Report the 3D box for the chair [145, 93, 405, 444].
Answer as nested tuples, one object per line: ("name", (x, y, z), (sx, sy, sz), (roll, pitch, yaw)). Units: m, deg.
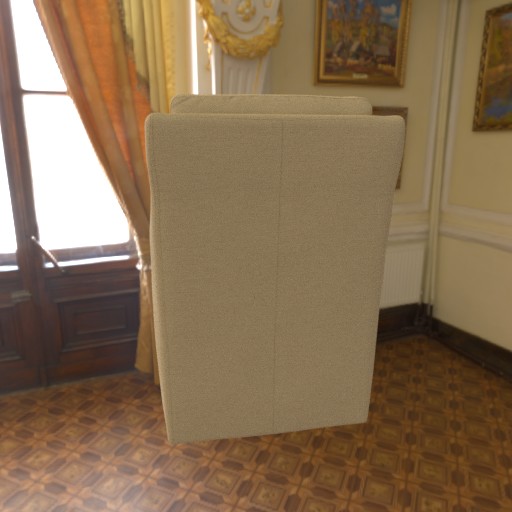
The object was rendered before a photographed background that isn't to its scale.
("chair", (0.000, 0.000, 1.387), (0.626, 0.914, 0.694), (-3, 15, -10))
